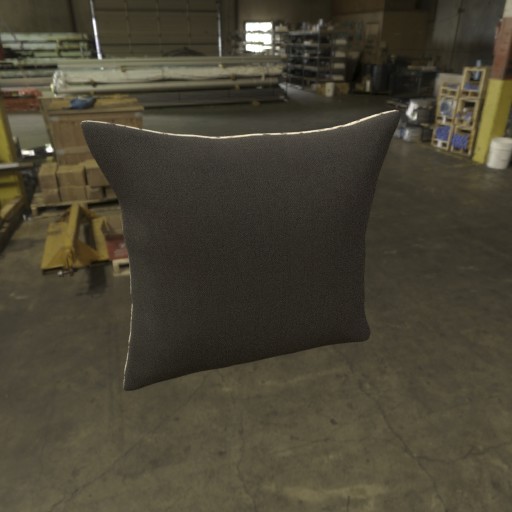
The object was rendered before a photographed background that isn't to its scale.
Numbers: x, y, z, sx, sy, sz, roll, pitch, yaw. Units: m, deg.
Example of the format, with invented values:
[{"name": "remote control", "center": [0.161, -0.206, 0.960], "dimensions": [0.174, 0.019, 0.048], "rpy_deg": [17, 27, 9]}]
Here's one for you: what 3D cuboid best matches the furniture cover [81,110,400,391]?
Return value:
[{"name": "furniture cover", "center": [0.000, 0.000, 0.802], "dimensions": [0.525, 0.498, 0.180], "rpy_deg": [-8, 27, -15]}]
